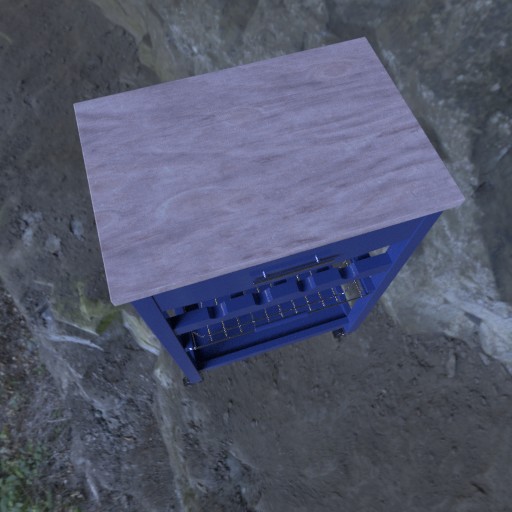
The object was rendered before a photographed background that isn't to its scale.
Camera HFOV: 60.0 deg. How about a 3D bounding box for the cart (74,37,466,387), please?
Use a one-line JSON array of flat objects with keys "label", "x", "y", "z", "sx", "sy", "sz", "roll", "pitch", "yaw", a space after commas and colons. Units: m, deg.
[{"label": "cart", "x": 0.000, "y": 0.000, "z": 1.134, "sx": 0.584, "sy": 0.839, "sz": 0.403, "roll": -16, "pitch": 66, "yaw": -8}]
